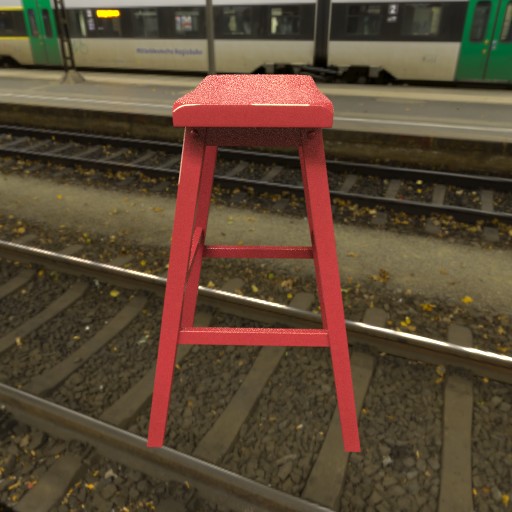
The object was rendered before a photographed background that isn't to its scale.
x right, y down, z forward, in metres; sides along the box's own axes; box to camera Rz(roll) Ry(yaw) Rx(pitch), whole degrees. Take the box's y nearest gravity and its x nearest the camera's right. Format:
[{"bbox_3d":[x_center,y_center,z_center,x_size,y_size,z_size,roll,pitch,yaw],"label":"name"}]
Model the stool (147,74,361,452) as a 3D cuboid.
[{"bbox_3d":[0.000,0.000,1.020,0.476,0.737,0.457,1,27,1],"label":"stool"}]
